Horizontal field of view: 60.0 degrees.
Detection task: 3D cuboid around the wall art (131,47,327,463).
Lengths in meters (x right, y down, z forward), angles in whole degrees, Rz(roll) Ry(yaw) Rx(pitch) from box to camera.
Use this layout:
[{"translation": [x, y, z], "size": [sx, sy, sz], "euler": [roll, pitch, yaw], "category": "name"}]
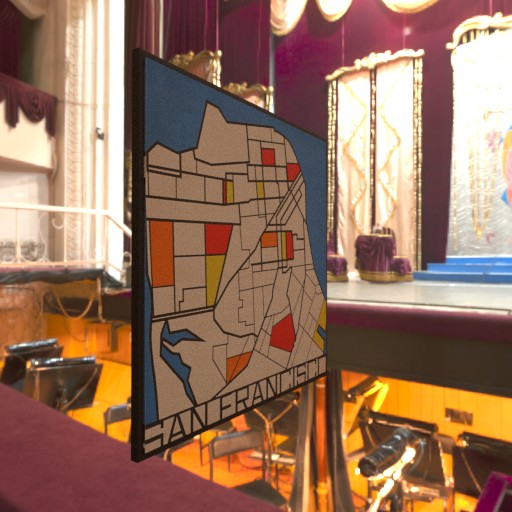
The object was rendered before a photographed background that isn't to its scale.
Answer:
[{"translation": [0.000, 0.000, 0.676], "size": [0.013, 0.457, 0.458], "euler": [0, -1, 36], "category": "wall art"}]
